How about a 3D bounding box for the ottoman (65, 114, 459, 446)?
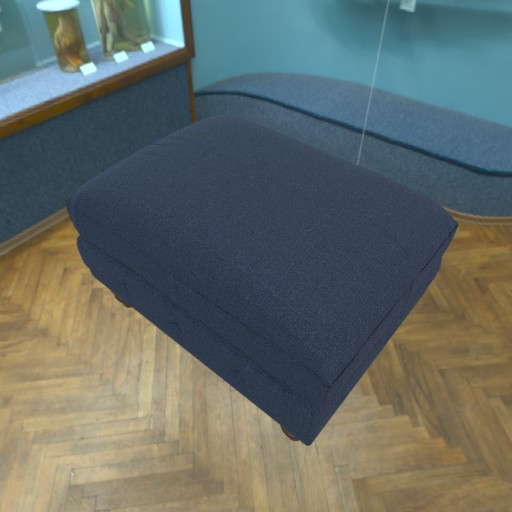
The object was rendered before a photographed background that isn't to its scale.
[{"bbox_3d":[0.000,0.000,1.132,0.767,0.486,0.558,31,52,27],"label":"ottoman"}]
